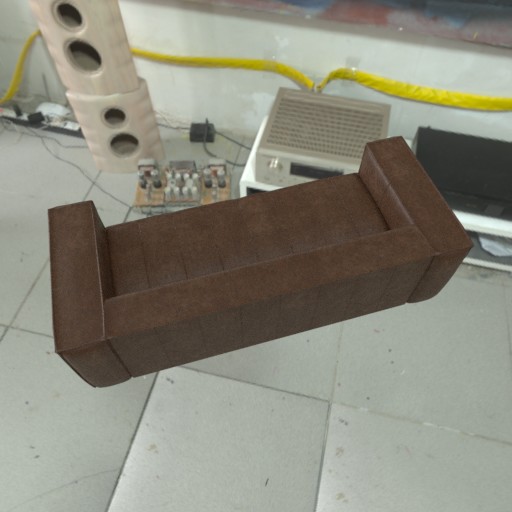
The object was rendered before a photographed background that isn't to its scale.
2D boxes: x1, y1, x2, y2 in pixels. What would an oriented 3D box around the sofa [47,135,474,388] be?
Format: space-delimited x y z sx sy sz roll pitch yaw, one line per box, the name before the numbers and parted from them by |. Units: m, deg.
sofa | 0.000 0.000 3.096 2.581 0.701 1.102 -13 57 -9
